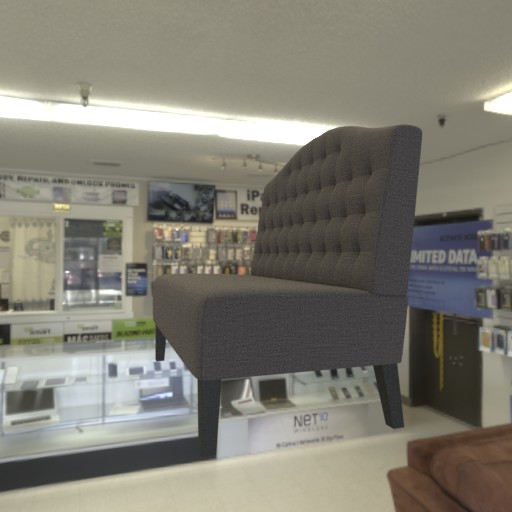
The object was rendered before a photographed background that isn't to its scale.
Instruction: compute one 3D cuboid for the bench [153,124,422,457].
[{"bbox_3d":[0.000,0.000,2.034,0.815,1.180,1.335,0,0,-19],"label":"bench"}]
